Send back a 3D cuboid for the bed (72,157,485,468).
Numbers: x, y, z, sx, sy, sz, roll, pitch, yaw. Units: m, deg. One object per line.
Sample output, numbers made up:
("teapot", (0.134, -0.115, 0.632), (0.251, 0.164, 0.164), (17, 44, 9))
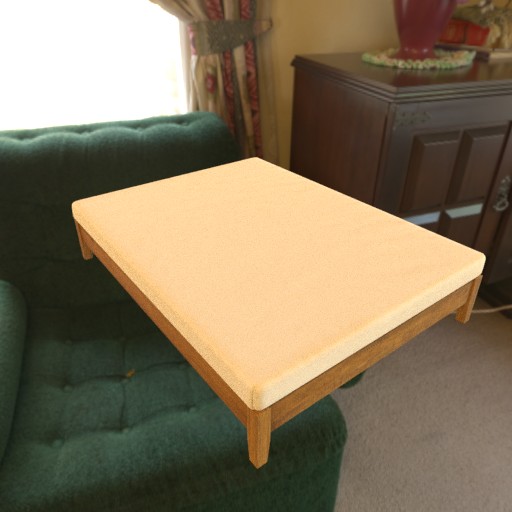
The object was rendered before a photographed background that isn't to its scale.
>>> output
("bed", (0.000, 0.000, 2.705), (1.536, 0.431, 2.016), (-21, 37, -31))
